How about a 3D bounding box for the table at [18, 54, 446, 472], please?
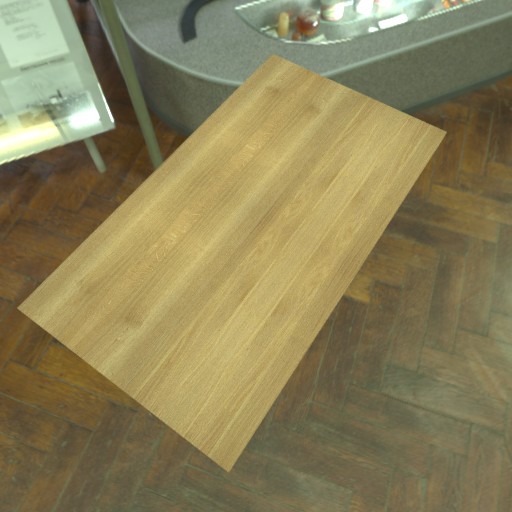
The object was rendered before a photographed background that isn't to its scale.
[{"bbox_3d":[0.000,0.000,2.049,0.900,0.750,1.600,31,66,16],"label":"table"}]
